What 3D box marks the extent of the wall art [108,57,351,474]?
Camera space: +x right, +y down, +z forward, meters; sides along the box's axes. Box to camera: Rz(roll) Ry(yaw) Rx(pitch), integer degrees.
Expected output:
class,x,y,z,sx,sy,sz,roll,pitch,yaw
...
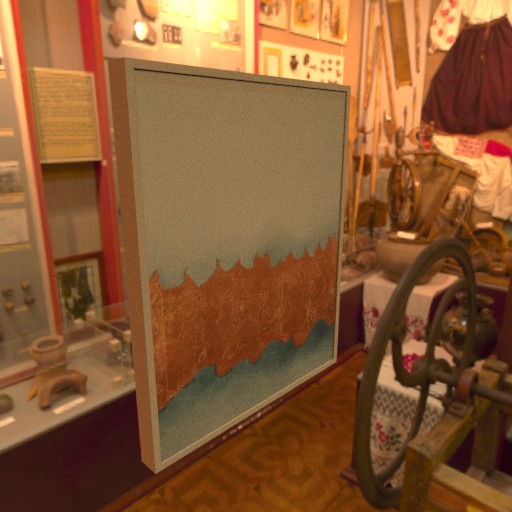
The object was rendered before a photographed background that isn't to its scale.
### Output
class,x,y,z,sx,sy,sz,roll,pitch,yaw
wall art,0.000,0.000,0.730,0.039,0.553,0.451,15,22,42
